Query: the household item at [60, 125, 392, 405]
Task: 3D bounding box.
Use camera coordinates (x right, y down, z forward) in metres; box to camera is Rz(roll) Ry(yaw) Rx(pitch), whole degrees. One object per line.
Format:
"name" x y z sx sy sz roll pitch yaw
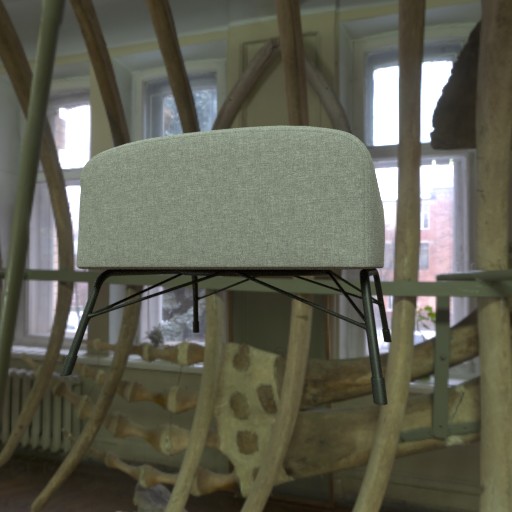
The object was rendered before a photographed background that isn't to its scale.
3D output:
"household item" 0.000 0.000 0.919 0.530 0.410 0.530 0 -2 18
